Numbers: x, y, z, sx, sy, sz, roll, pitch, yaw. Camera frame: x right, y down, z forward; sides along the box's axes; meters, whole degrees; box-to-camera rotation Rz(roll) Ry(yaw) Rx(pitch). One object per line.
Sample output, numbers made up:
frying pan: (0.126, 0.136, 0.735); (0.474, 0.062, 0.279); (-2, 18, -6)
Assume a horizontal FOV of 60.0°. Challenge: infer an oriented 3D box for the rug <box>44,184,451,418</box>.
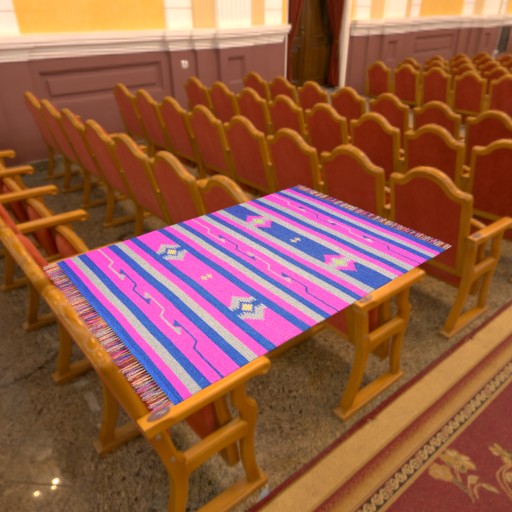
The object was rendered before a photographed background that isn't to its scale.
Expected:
rug: (0.000, 0.000, 2.986); (2.350, 0.013, 1.539); (-22, 37, -33)
